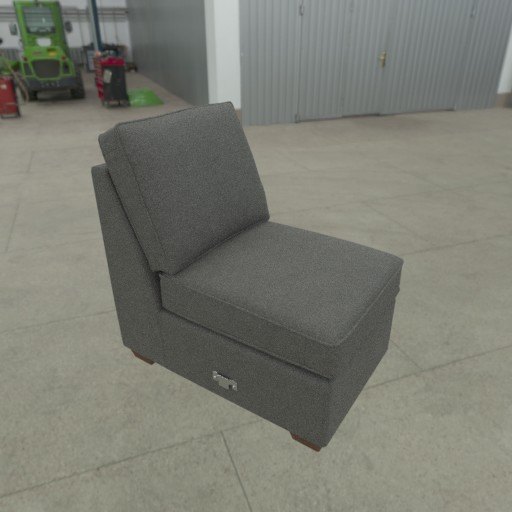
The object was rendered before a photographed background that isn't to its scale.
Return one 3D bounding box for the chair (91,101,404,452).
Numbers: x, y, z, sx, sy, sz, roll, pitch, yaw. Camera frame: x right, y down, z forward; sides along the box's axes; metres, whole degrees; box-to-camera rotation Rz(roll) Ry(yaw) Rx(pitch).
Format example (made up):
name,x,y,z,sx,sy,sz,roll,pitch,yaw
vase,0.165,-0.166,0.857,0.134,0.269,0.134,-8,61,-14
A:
name,x,y,z,sx,sy,sz,roll,pitch,yaw
chair,0.000,0.000,1.618,0.938,0.970,0.621,17,32,30
